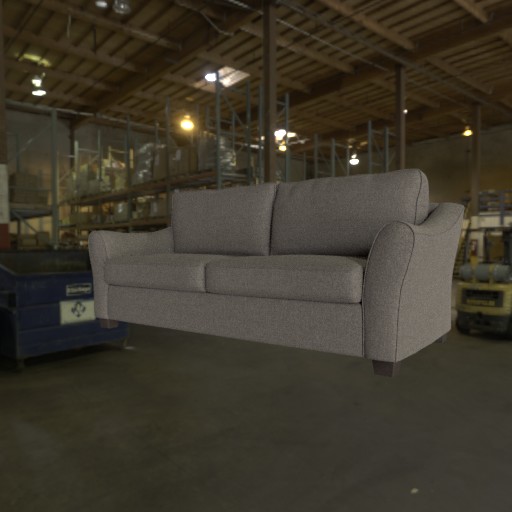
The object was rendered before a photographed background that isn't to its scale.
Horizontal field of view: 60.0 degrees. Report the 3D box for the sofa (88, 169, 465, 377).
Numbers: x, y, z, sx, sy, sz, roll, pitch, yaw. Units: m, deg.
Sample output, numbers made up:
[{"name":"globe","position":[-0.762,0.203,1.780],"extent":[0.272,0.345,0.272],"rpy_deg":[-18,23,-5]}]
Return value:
[{"name":"sofa","position":[0.000,0.000,2.747],"extent":[2.203,0.976,1.013],"rpy_deg":[1,1,35]}]
